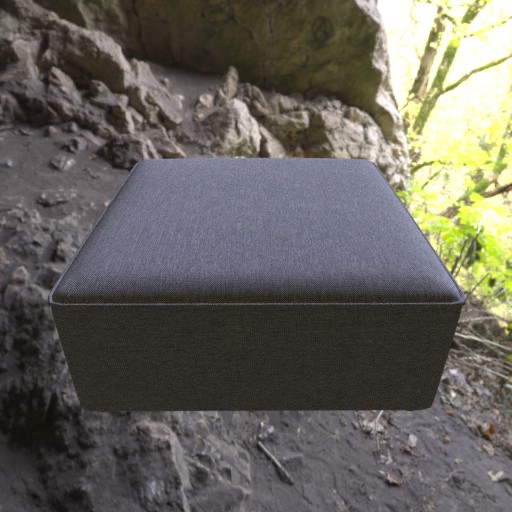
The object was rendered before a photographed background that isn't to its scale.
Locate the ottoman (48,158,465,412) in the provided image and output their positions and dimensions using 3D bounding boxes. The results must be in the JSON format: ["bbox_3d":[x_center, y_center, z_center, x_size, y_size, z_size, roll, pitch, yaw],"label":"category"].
[{"bbox_3d":[0.000,0.000,1.541,1.005,0.455,1.005,0,31,0],"label":"ottoman"}]
